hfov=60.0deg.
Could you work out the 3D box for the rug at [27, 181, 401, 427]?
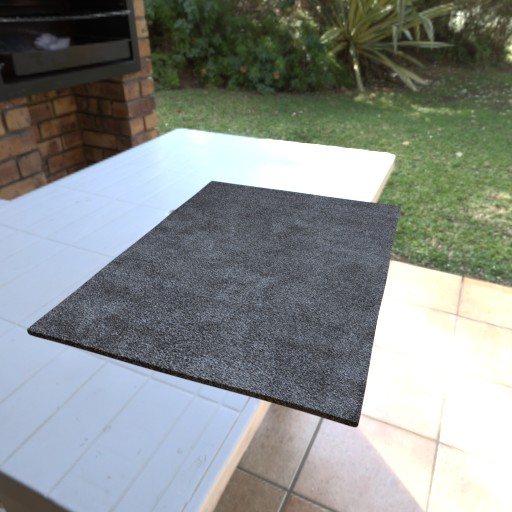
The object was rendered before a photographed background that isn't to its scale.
[{"bbox_3d":[0.000,0.000,2.084,1.198,0.025,1.601,10,32,17],"label":"rug"}]
